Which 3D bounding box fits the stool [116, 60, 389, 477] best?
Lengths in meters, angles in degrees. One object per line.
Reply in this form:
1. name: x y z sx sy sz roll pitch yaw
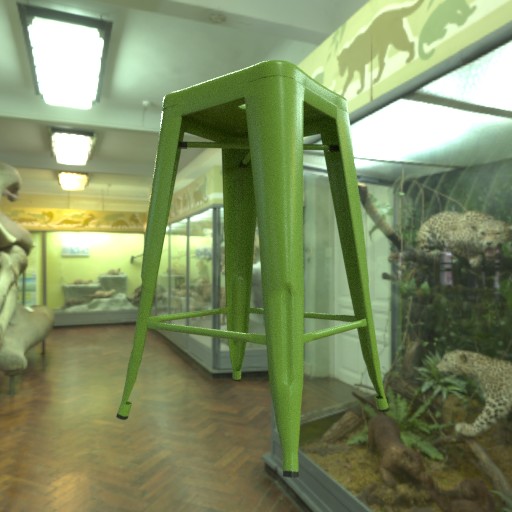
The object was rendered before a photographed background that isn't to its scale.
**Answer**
1. stool: 0.000 0.000 0.855 0.398 0.609 0.358 -1 -1 37
